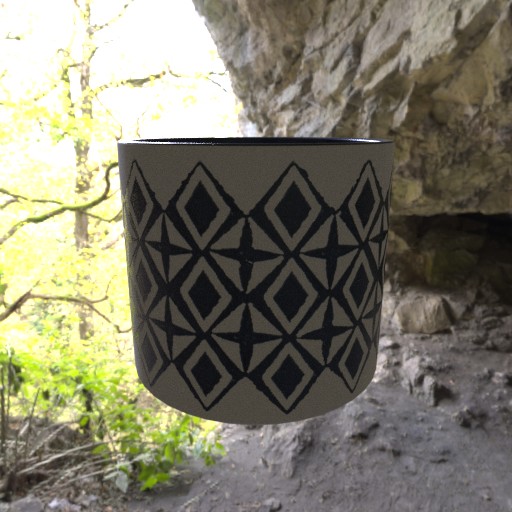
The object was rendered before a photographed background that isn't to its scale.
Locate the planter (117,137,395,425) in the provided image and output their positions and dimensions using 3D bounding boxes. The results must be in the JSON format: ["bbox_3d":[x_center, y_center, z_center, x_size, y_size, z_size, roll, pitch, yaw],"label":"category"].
[{"bbox_3d":[0.000,0.000,0.323,0.182,0.165,0.182,0,16,0],"label":"planter"}]
